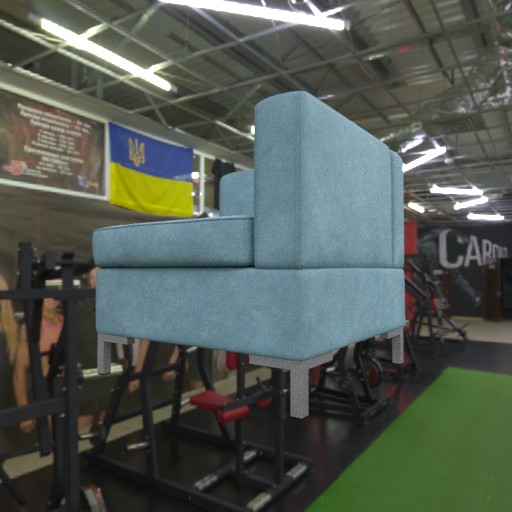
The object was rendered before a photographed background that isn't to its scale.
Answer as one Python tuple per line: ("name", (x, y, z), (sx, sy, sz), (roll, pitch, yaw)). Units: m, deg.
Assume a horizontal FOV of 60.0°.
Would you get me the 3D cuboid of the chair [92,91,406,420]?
("chair", (0.000, 0.000, 1.303), (0.691, 0.660, 0.684), (-1, -2, 35))
